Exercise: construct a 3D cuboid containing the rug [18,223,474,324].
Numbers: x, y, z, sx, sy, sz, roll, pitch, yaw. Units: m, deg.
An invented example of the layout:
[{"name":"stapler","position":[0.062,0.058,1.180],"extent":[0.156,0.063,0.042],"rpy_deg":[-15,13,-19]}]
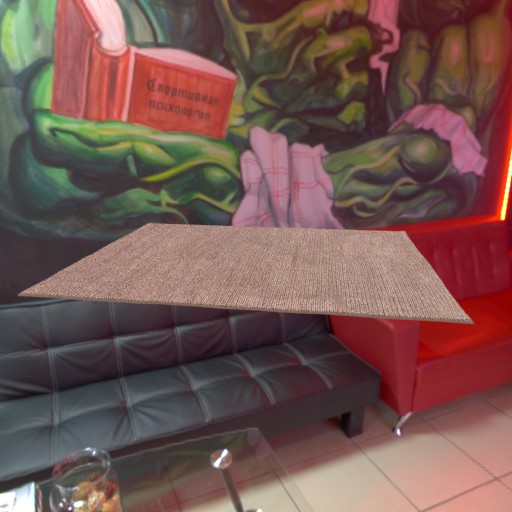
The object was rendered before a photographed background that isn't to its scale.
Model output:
[{"name":"rug","position":[0.000,0.000,4.061],"extent":[3.052,0.030,2.429],"rpy_deg":[2,16,8]}]
